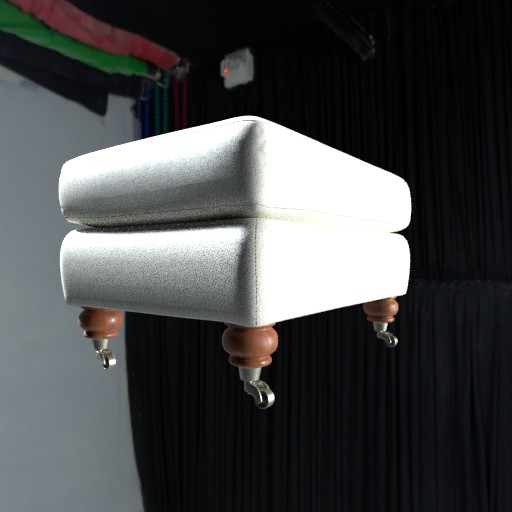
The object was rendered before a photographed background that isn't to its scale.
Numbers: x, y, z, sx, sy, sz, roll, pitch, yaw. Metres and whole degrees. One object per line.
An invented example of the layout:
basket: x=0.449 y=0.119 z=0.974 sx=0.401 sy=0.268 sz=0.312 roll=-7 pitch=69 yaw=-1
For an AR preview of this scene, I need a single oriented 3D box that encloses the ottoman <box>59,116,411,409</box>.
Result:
ottoman: x=0.000 y=0.000 z=1.124 sx=0.569 sy=0.499 sz=0.773 roll=0 pitch=0 yaw=36
